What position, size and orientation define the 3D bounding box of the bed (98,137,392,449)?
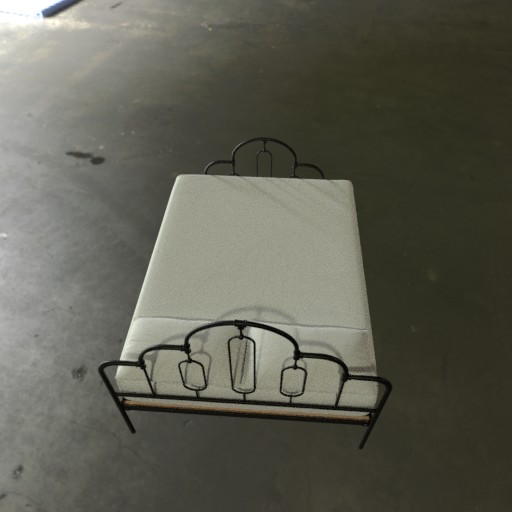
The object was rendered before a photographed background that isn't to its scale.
[{"bbox_3d":[0.000,0.000,3.279,1.626,1.444,2.181,3,47,3],"label":"bed"}]
